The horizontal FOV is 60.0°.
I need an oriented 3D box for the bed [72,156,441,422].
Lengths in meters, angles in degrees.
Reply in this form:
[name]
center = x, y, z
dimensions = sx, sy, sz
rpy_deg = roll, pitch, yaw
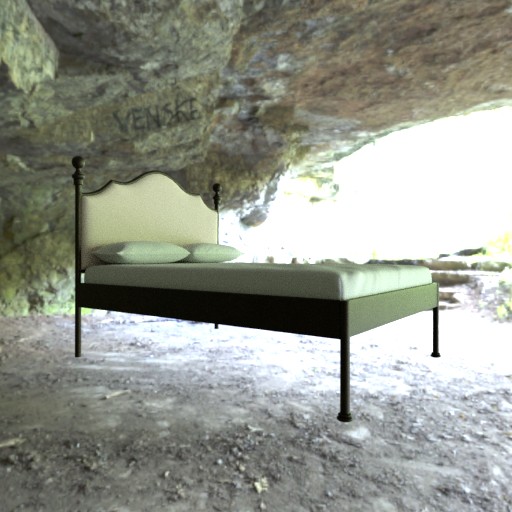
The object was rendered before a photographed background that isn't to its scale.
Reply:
[bed]
center = 0.000, 0.000, 3.278
dimensions = 2.224, 1.499, 1.642
rpy_deg = 0, 0, 36
